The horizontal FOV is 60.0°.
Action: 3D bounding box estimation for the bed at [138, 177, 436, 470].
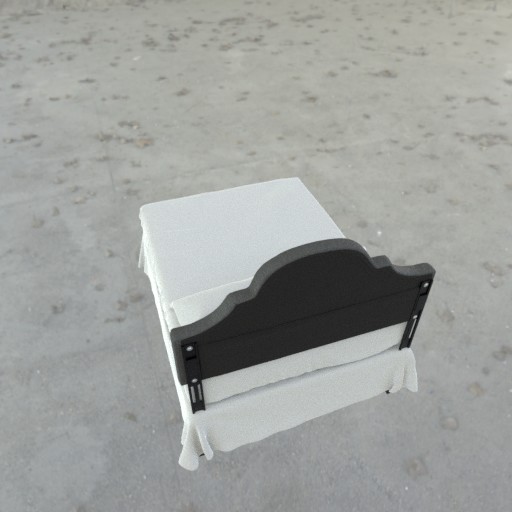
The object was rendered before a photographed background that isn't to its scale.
[{"bbox_3d":[0.000,0.000,3.403,1.780,1.634,2.222,-13,42,-15],"label":"bed"}]
